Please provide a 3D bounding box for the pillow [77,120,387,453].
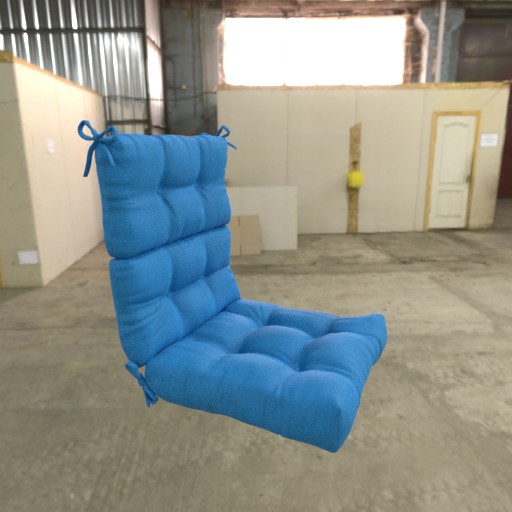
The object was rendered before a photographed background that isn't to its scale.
[{"bbox_3d":[0.000,0.000,1.038,0.571,0.605,0.519,7,16,24],"label":"pillow"}]
